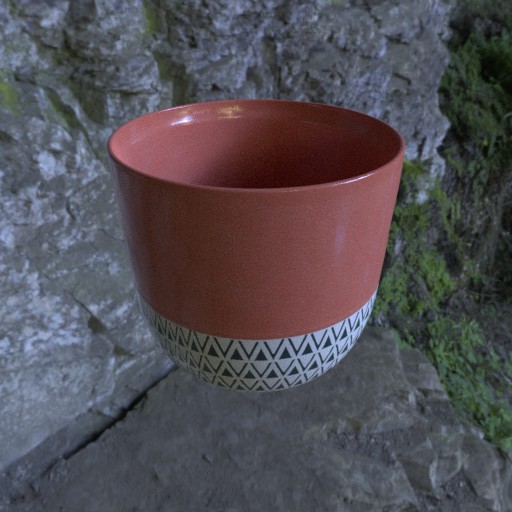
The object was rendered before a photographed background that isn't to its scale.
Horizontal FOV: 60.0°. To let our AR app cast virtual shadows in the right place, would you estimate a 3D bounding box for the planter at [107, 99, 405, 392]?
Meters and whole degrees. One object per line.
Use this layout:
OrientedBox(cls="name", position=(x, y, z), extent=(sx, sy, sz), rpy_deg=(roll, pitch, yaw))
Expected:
OrientedBox(cls="planter", position=(0.000, 0.000, 0.480), extent=(0.266, 0.270, 0.266), rpy_deg=(0, 32, 0))
